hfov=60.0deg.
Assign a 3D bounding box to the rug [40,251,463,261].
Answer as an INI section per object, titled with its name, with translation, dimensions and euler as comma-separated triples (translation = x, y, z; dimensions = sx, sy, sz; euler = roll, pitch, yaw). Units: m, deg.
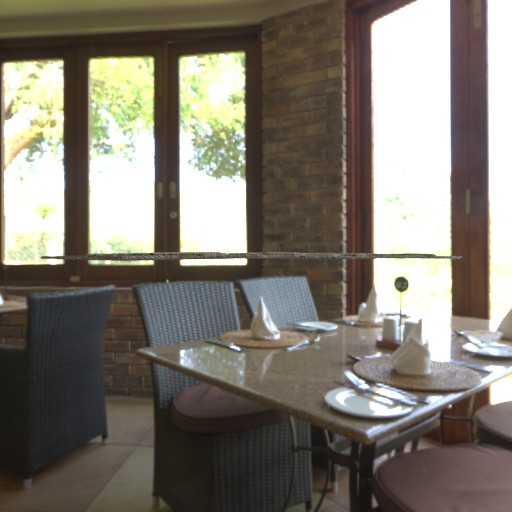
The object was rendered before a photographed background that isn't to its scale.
[rug]
translation = 0.000, 0.000, 2.290
dimensions = 1.823, 0.030, 1.222
euler = 0, 0, -36
